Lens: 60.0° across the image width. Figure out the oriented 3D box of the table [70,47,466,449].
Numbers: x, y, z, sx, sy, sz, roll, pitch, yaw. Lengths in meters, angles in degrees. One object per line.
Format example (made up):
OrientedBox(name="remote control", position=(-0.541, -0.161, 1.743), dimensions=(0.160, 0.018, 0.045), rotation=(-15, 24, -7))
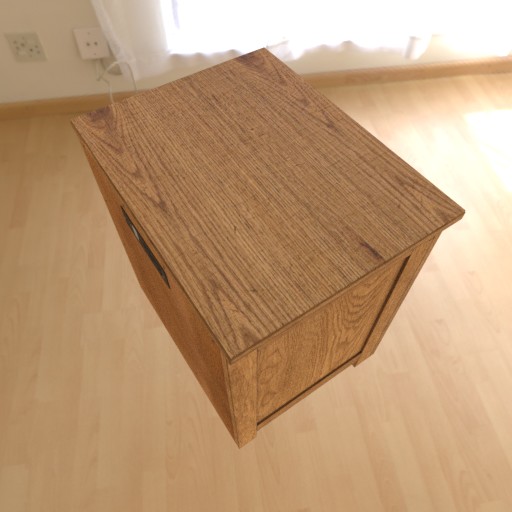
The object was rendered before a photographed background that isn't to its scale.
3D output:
OrientedBox(name="table", position=(0.000, 0.000, 1.071), dimensions=(0.494, 0.625, 0.601), rotation=(-29, 60, -19))
